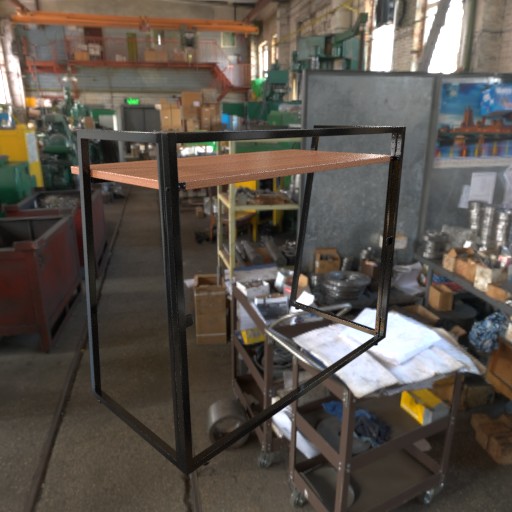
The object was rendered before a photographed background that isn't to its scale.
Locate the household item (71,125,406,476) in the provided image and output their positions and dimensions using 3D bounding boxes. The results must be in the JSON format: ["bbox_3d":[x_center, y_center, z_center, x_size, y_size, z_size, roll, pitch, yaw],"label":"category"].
[{"bbox_3d":[0.000,0.000,1.542,0.510,0.860,1.050,16,23,41],"label":"household item"}]
